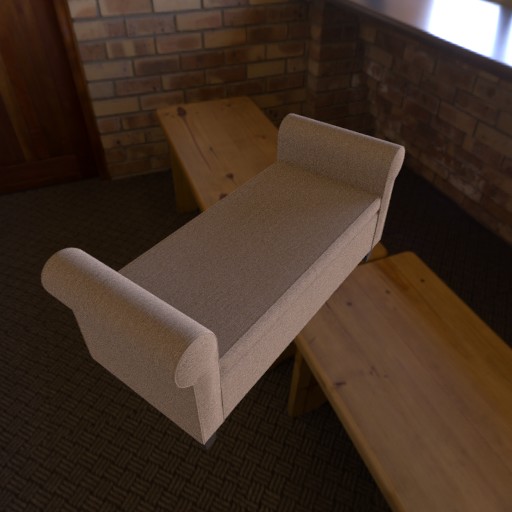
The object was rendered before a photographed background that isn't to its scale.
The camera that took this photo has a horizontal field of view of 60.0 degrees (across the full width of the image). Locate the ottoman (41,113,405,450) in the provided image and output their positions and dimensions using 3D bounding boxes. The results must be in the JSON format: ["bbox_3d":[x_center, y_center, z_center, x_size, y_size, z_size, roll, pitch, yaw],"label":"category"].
[{"bbox_3d":[0.000,0.000,1.594,0.521,0.547,1.256,26,47,27],"label":"ottoman"}]
